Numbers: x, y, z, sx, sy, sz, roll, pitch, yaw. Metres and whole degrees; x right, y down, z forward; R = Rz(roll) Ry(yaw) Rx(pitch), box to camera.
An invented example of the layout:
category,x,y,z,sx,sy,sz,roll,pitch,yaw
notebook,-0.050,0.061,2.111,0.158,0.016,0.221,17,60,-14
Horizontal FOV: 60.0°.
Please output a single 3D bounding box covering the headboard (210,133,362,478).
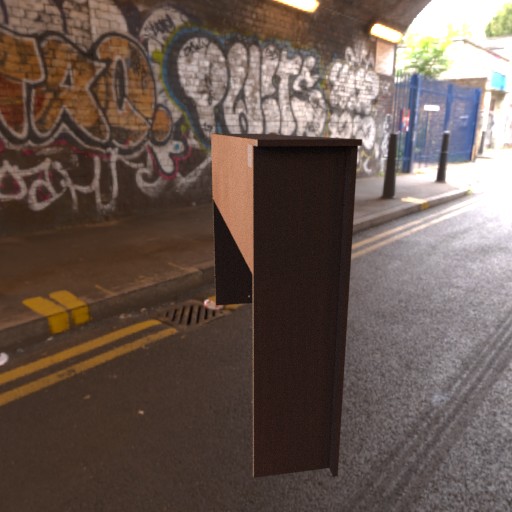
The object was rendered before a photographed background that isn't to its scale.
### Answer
category,x,y,z,sx,sy,sz,roll,pitch,yaw
headboard,0.000,0.000,2.079,0.279,1.092,1.671,-3,16,-9
